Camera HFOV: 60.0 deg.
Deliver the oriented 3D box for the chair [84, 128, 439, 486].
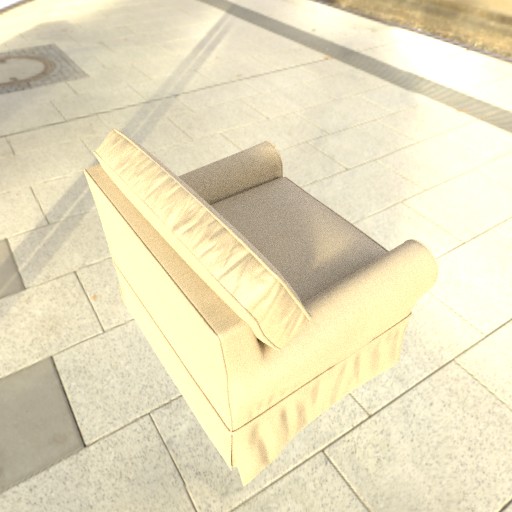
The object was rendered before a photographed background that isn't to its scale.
[{"bbox_3d":[0.000,0.000,1.767,0.903,0.937,1.096,-25,48,-25],"label":"chair"}]
